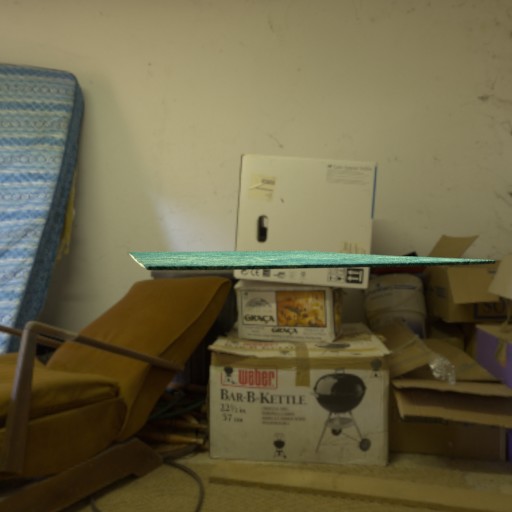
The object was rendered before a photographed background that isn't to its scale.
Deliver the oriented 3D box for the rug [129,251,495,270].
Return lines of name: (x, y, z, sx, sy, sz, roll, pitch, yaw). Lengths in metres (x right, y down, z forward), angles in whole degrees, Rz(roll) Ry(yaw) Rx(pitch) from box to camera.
rug: (0.000, 0.000, 2.117, 1.136, 0.017, 1.728, -1, 2, -17)
